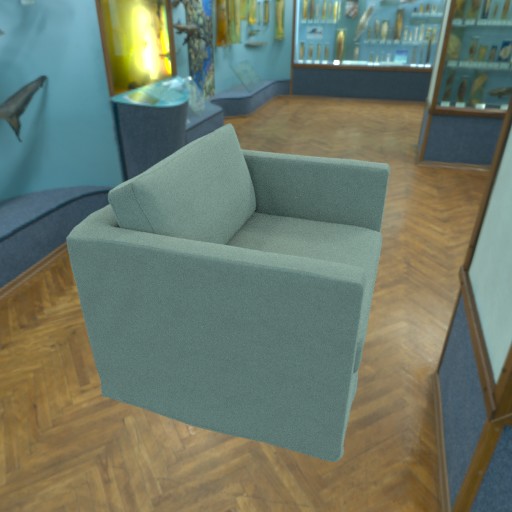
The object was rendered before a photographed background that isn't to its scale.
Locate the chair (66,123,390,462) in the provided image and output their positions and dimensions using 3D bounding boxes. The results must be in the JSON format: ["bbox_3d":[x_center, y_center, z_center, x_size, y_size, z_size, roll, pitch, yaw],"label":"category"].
[{"bbox_3d":[0.000,0.000,1.793,0.949,0.863,1.057,9,31,16],"label":"chair"}]
